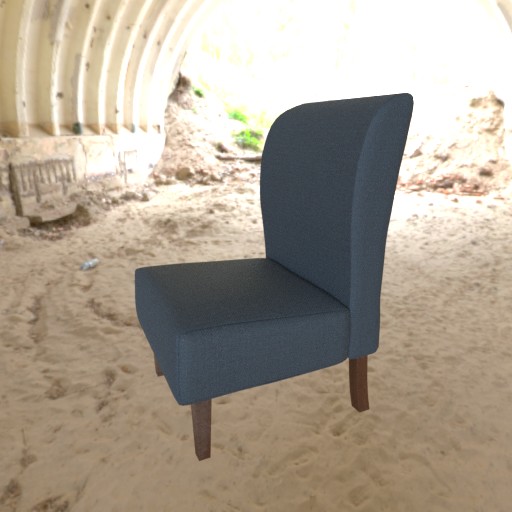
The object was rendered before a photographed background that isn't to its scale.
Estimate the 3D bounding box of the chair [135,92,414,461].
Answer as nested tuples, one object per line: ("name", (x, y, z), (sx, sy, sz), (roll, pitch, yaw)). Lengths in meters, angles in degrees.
("chair", (0.000, 0.000, 1.175), (0.592, 0.804, 0.513), (-7, 17, -24))
